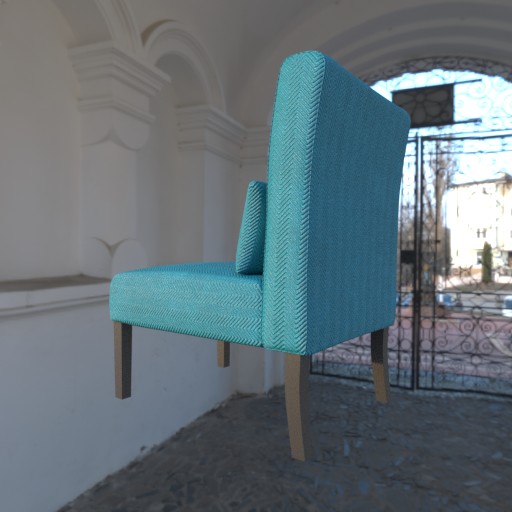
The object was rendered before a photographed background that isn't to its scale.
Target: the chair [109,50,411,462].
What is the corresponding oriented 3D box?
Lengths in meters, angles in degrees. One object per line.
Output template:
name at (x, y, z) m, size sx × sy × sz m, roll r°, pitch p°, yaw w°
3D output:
chair at (0.000, 0.000, 1.421) m, size 0.808 × 0.927 × 0.579 m, roll 1°, pitch 1°, yaw 38°
